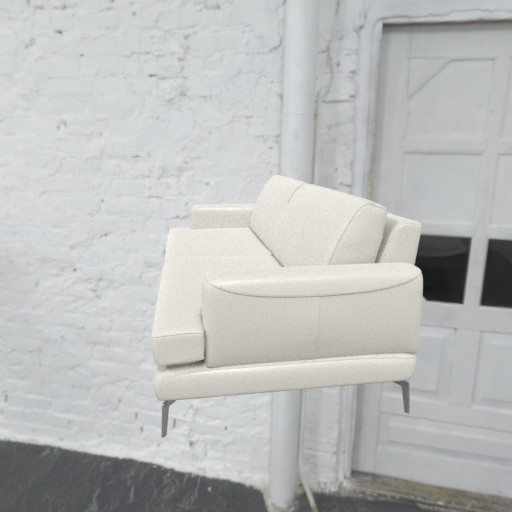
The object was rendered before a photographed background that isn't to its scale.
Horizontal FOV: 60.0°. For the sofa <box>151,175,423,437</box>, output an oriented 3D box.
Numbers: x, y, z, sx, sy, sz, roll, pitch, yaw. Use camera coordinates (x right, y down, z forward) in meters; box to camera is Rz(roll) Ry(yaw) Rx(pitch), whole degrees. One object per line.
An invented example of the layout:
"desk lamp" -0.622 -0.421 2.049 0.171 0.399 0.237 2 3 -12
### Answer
"sofa" 0.000 0.000 2.362 0.974 0.765 1.940 -2 14 -9
